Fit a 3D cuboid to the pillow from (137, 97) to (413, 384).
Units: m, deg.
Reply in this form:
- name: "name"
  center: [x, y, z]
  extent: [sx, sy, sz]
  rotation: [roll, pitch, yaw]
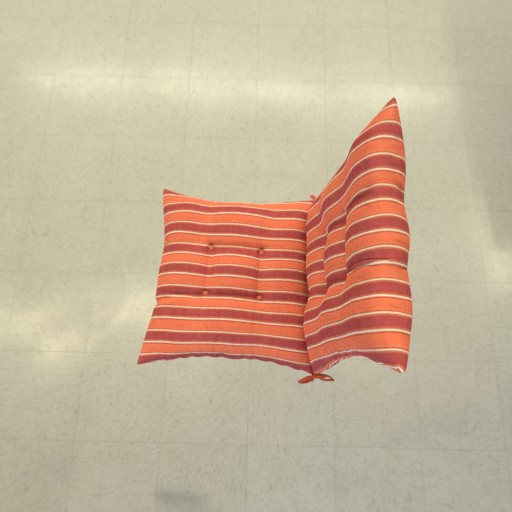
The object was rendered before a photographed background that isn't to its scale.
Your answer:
- name: "pillow"
  center: [0.000, 0.000, 1.016]
  extent: [0.585, 0.536, 0.541]
  rotation: [4, 74, 1]
